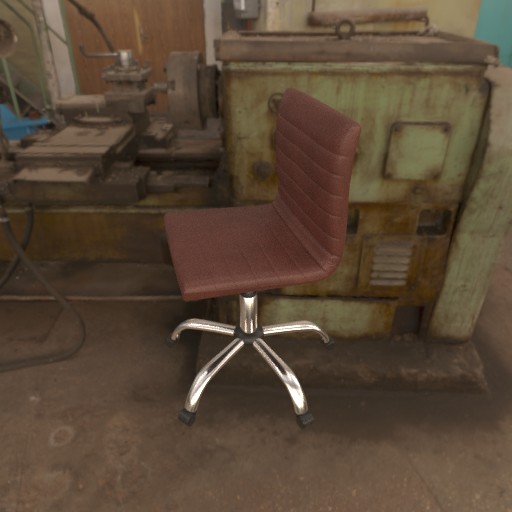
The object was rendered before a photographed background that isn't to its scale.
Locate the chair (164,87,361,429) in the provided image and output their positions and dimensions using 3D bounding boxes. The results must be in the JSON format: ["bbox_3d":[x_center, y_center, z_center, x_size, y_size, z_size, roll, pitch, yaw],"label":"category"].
[{"bbox_3d":[0.000,0.000,1.182,0.530,0.780,0.556,-9,32,-14],"label":"chair"}]
